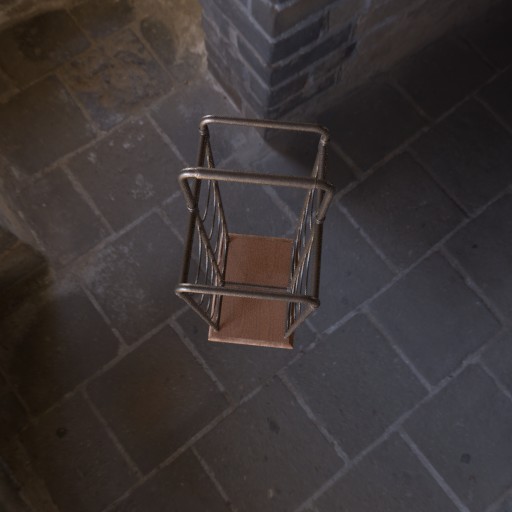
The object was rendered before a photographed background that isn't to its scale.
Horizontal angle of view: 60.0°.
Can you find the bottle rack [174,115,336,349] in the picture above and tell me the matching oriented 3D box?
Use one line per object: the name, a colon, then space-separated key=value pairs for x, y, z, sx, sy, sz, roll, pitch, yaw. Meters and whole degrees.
bottle rack: x=0.000 y=0.000 z=0.796 sx=0.208 sy=0.680 sz=0.276 roll=5 pitch=76 yaw=1
